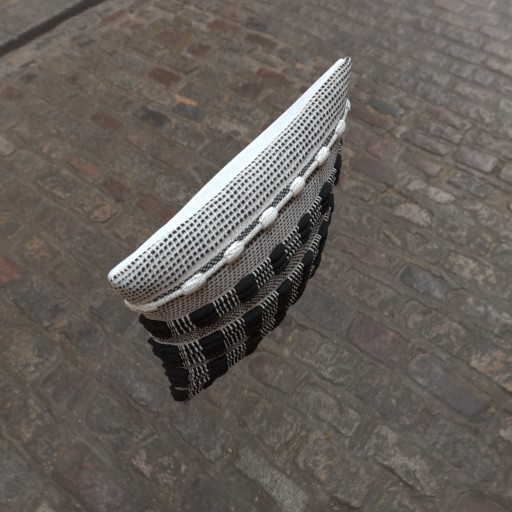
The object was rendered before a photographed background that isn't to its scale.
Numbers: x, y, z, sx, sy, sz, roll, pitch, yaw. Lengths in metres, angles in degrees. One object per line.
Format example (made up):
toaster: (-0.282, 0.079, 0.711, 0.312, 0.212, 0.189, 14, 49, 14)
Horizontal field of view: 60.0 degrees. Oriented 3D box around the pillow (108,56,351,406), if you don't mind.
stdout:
pillow: (0.000, 0.000, 0.677, 0.156, 0.438, 0.436, 32, 63, 19)
